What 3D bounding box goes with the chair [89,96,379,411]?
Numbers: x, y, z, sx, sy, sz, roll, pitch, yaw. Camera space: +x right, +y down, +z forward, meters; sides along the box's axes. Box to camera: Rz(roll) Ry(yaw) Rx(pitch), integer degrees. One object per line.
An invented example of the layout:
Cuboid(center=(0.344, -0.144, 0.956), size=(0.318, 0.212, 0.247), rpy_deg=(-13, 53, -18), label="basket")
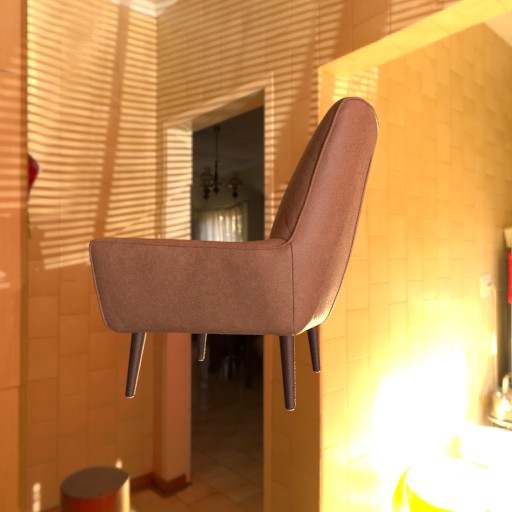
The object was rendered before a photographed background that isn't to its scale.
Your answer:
Cuboid(center=(0.000, 0.000, 1.540), size=(0.824, 0.888, 0.787), rpy_deg=(0, 0, 18), label="chair")
